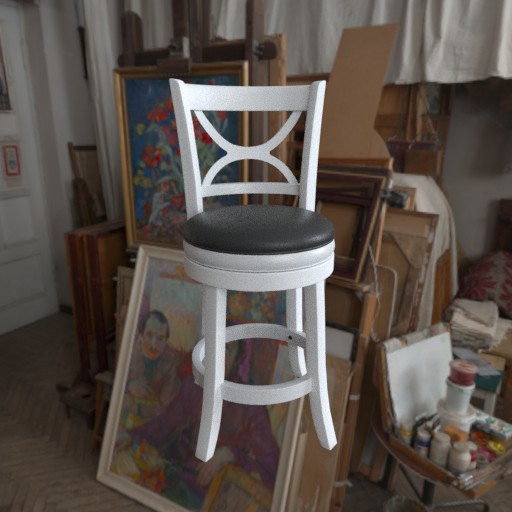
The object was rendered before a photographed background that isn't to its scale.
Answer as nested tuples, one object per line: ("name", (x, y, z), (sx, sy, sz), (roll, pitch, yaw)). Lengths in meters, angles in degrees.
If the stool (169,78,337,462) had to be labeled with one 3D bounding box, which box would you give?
("stool", (0.000, 0.000, 1.249), (0.444, 0.953, 0.508), (-2, 17, -7))
